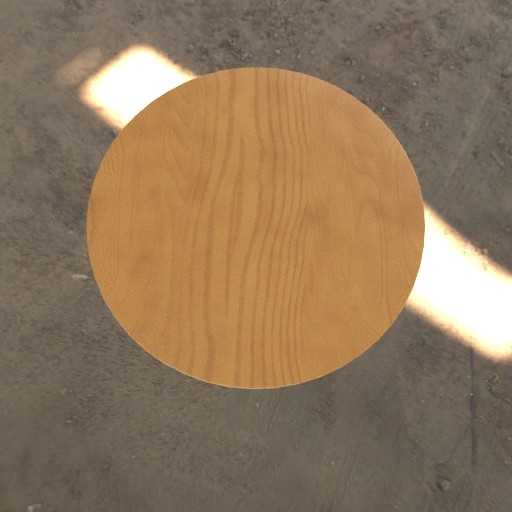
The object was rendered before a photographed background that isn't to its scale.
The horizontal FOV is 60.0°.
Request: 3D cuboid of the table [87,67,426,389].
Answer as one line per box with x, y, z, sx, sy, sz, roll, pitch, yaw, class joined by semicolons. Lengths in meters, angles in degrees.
0.000;0.000;1.077;0.597;0.612;0.597;0;75;0;table
